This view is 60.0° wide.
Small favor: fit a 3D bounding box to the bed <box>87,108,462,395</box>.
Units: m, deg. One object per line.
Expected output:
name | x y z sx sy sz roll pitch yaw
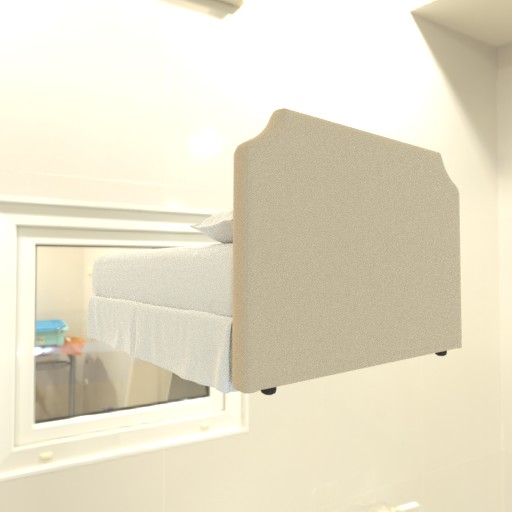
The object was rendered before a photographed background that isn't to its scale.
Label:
bed | 0.000 0.000 3.800 2.134 1.524 2.548 1 -2 -37
